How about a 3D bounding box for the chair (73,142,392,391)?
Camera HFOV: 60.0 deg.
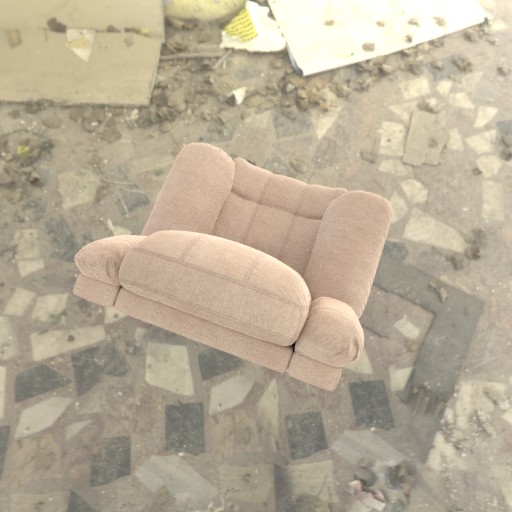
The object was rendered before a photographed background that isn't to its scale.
[{"bbox_3d":[0.000,0.000,1.740,0.899,1.008,0.944,19,65,9],"label":"chair"}]
